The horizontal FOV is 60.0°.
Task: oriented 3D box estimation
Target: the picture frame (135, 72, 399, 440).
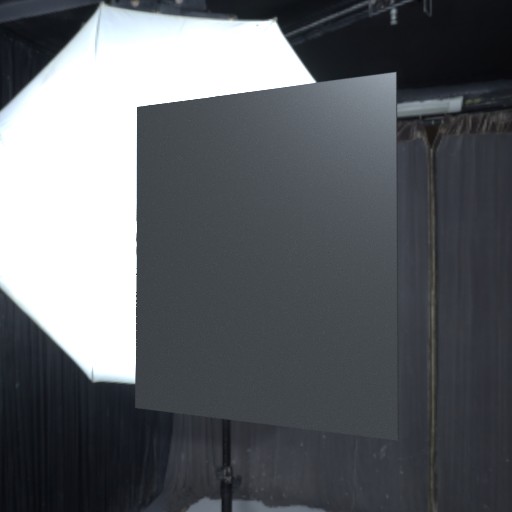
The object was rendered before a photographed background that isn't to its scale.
[{"bbox_3d":[0.000,0.000,0.756,0.460,0.556,0.028,0,-1,19],"label":"picture frame"}]
